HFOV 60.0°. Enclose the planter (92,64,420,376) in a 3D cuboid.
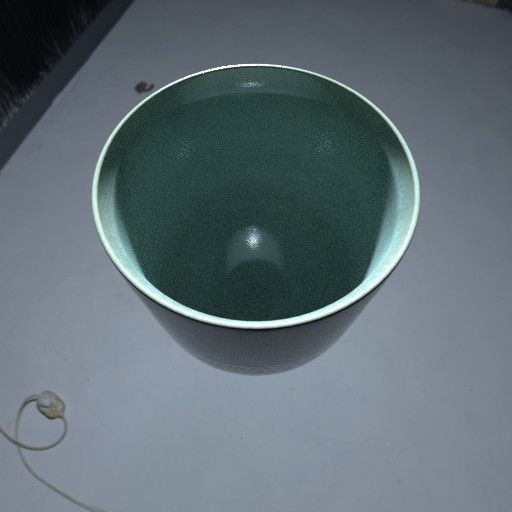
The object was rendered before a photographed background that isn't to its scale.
[{"bbox_3d":[0.000,0.000,0.365,0.198,0.214,0.198,0,62,0],"label":"planter"}]
